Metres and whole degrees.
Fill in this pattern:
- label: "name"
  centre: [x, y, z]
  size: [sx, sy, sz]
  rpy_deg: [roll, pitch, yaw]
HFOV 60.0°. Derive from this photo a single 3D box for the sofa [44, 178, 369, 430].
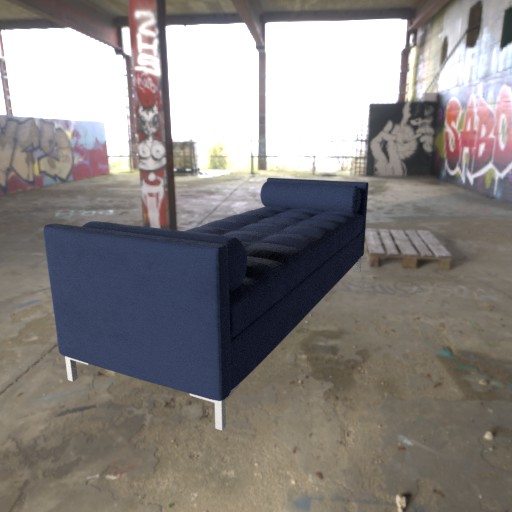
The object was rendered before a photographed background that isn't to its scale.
- label: "sofa"
  centre: [0.000, 0.000, 2.475]
  size: [0.797, 0.657, 2.102]
  rpy_deg: [7, 17, 25]
